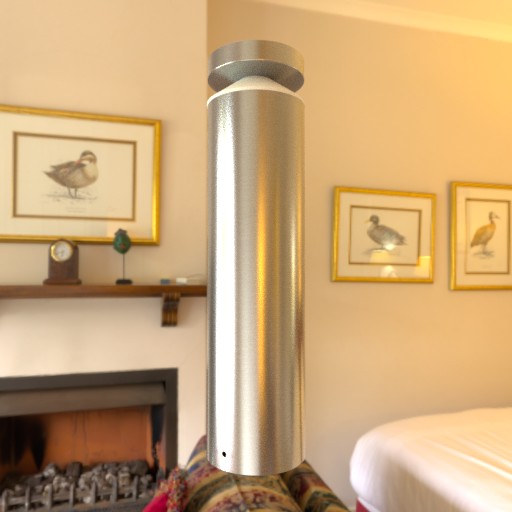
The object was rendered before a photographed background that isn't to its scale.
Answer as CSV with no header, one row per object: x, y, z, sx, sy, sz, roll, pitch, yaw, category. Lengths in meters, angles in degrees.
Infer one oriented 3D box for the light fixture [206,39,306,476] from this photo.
0.000,0.000,0.456,0.102,0.400,0.102,-1,-2,36,light fixture
